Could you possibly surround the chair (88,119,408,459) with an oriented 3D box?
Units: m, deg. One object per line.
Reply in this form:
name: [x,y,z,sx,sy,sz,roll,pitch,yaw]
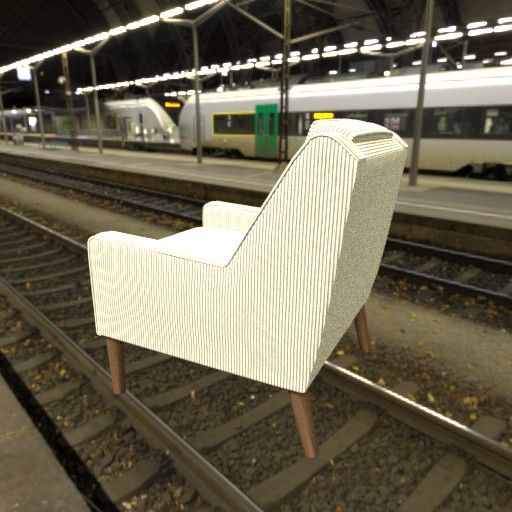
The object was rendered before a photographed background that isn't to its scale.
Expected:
chair: [0.000,0.000,1.347,0.743,0.792,0.663,8,18,25]
